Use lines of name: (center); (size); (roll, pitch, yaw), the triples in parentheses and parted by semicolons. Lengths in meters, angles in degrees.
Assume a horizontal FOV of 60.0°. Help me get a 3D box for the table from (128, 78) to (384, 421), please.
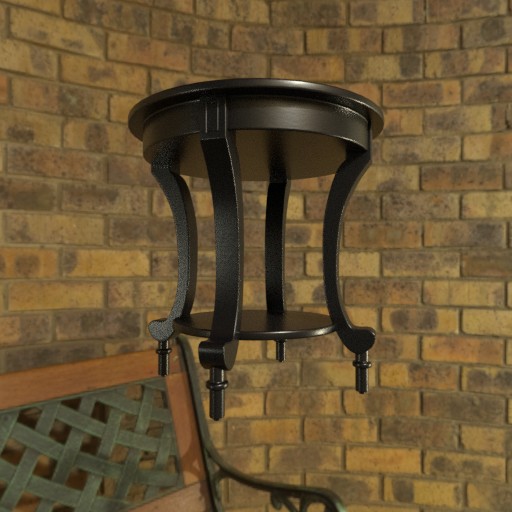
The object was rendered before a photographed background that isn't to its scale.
table: (0.000, 0.000, 1.069); (0.597, 0.618, 0.597); (0, -1, 0)
